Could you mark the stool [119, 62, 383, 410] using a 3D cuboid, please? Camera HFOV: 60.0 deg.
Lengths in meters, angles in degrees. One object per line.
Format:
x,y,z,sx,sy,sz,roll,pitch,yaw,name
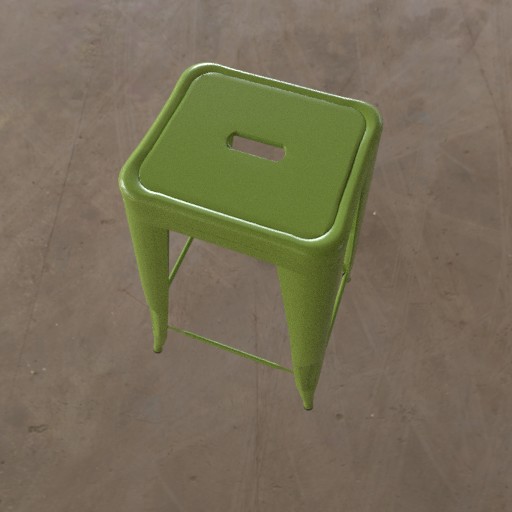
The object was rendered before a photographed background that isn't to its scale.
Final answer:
0.000,0.000,0.833,0.398,0.609,0.358,18,64,9,stool
